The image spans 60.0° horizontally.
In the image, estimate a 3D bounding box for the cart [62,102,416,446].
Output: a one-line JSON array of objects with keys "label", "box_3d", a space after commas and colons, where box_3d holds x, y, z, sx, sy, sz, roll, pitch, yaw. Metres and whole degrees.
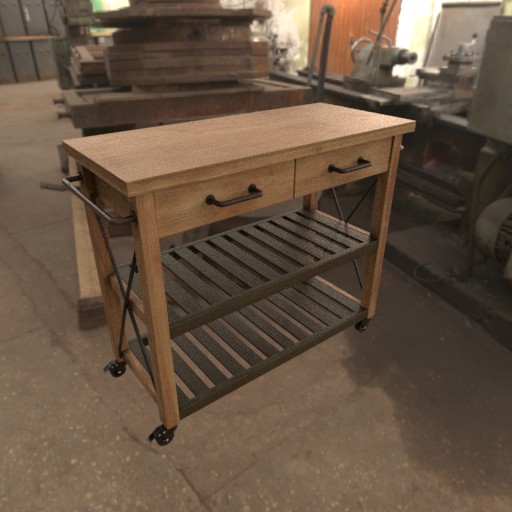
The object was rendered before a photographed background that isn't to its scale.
[{"label": "cart", "box_3d": [0.000, 0.000, 0.991, 0.686, 0.554, 0.298, -20, 34, -32]}]
